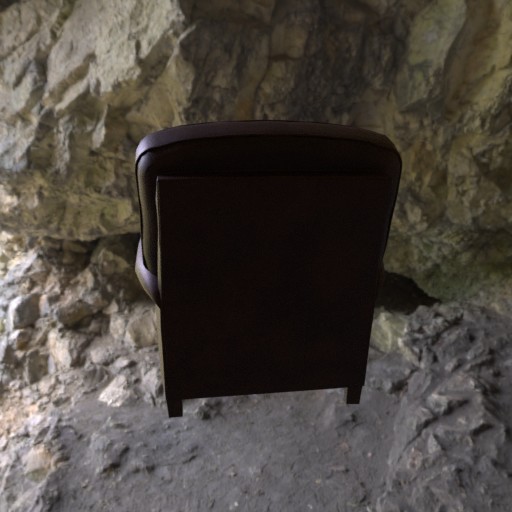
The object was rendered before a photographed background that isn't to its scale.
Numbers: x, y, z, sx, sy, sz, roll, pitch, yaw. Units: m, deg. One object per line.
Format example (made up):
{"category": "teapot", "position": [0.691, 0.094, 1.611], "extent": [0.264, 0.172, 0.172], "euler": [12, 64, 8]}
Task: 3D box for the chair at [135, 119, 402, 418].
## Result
{"category": "chair", "position": [0.000, 0.000, 1.795], "extent": [0.936, 1.018, 0.986], "euler": [-2, 14, -7]}
